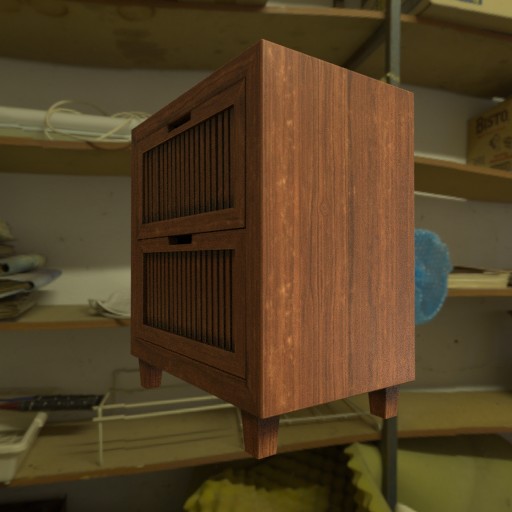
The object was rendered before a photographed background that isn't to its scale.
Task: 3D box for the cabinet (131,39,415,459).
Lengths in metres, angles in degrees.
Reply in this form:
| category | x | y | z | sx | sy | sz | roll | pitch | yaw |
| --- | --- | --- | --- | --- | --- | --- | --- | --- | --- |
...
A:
| category | x | y | z | sx | sy | sz | roll | pitch | yaw |
| --- | --- | --- | --- | --- | --- | --- | --- | --- | --- |
| cabinet | 0.000 | 0.000 | 1.076 | 0.410 | 0.695 | 0.607 | 0 | -1 | -35 |
